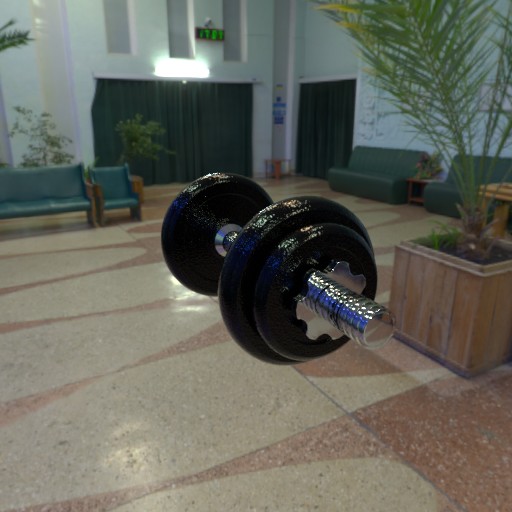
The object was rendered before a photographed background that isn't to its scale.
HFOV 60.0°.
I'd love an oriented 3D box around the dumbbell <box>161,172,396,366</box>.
[{"bbox_3d":[0.000,0.000,0.611,0.202,0.202,0.497,-9,19,-25],"label":"dumbbell"}]
